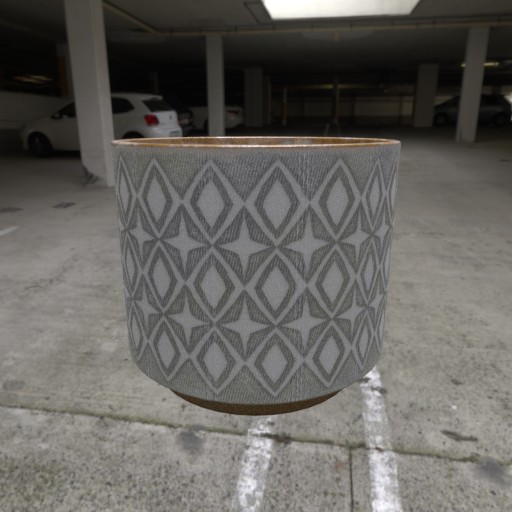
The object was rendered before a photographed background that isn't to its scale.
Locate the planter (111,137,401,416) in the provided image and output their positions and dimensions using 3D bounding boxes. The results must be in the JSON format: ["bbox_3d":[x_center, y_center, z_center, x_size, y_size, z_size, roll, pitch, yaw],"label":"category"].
[{"bbox_3d":[0.000,0.000,0.439,0.255,0.223,0.255,0,16,0],"label":"planter"}]
